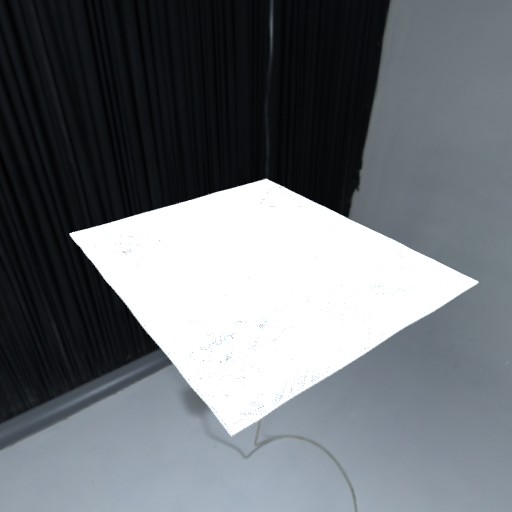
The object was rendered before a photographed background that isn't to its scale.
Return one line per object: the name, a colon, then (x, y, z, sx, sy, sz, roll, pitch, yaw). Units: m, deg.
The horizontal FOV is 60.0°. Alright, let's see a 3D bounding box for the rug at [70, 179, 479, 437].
rug: (0.000, 0.000, 0.893, 0.548, 0.006, 0.639, -21, 37, -31)
